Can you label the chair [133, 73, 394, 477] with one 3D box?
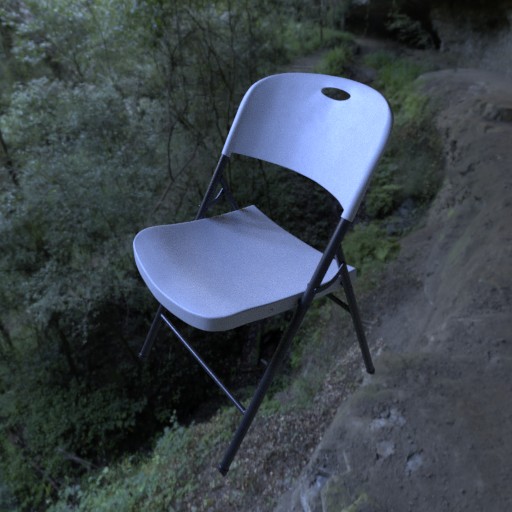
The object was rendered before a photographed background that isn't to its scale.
[{"bbox_3d":[0.000,0.000,1.155,0.566,0.810,0.494,-22,39,-30],"label":"chair"}]
